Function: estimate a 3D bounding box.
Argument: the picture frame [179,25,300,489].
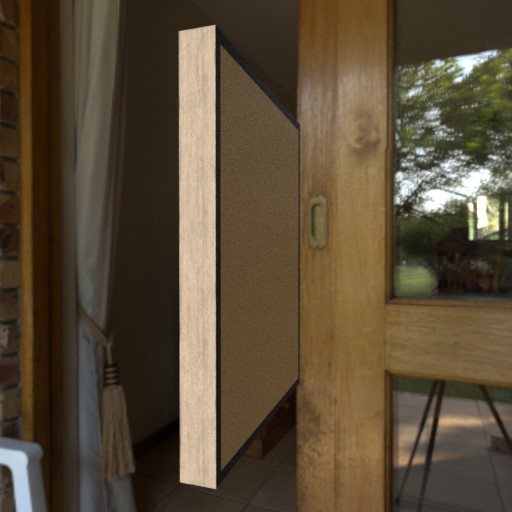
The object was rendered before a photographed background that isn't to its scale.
[{"bbox_3d":[0.000,0.000,0.709,0.046,0.526,0.421,0,1,19],"label":"picture frame"}]
